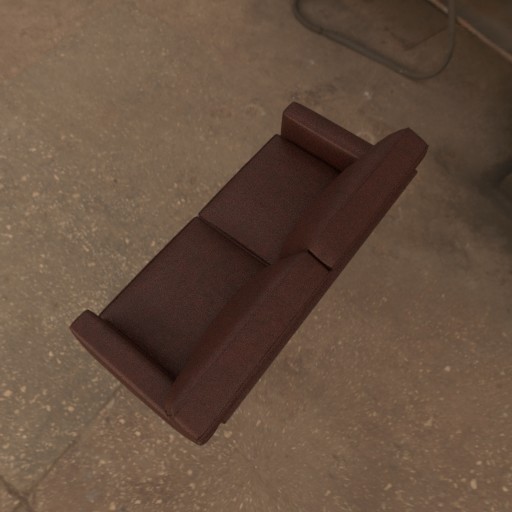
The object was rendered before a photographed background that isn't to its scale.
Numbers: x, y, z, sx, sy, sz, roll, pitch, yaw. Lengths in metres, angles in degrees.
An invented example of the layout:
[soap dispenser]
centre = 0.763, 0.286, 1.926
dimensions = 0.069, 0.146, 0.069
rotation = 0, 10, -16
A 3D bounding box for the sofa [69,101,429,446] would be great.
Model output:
[sofa]
centre = 0.000, 0.000, 2.439
dimensions = 0.912, 0.928, 1.876
rotation = 35, 69, 15
